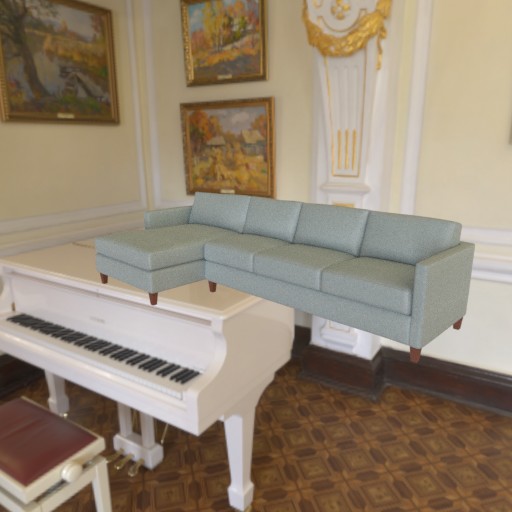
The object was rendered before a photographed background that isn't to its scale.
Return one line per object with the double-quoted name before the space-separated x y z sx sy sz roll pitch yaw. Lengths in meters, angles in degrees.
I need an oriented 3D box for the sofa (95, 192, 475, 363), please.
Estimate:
"sofa" 0.000 0.000 4.261 3.470 0.953 1.600 13 19 42
